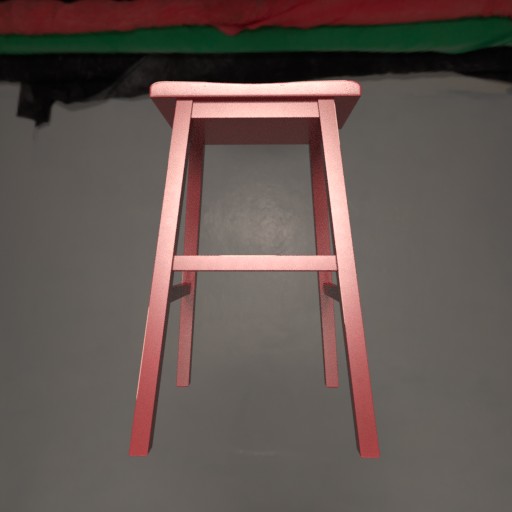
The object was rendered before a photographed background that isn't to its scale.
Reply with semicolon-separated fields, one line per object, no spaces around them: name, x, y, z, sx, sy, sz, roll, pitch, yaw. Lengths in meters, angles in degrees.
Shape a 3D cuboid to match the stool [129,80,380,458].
stool;0.000;0.000;1.047;0.457;0.737;0.476;0;0;1
